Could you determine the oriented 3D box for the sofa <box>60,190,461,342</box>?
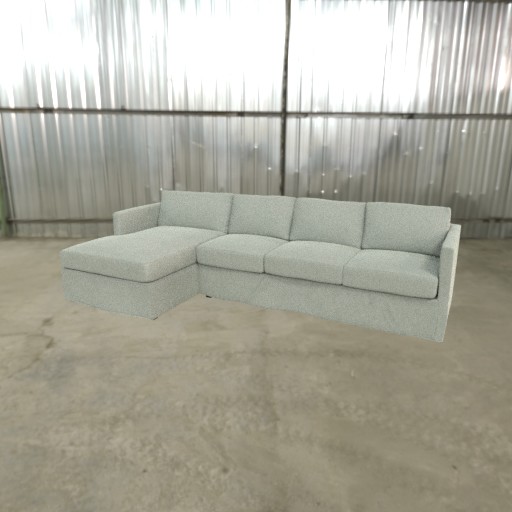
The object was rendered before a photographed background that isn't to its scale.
[{"bbox_3d":[0.000,0.000,3.926,3.205,0.922,1.650,8,17,26],"label":"sofa"}]
